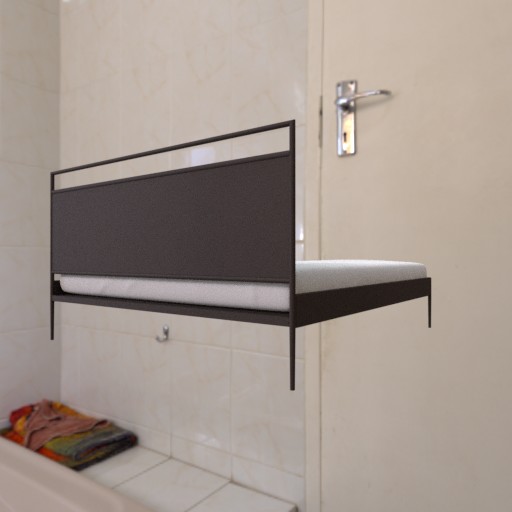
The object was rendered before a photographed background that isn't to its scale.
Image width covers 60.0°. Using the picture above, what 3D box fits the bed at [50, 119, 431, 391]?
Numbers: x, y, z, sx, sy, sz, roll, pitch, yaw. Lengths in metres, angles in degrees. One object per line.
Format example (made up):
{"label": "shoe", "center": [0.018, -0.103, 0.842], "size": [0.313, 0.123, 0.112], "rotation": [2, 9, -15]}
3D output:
{"label": "bed", "center": [0.000, 0.000, 3.364], "size": [1.993, 1.173, 2.151], "rotation": [0, 0, 37]}
